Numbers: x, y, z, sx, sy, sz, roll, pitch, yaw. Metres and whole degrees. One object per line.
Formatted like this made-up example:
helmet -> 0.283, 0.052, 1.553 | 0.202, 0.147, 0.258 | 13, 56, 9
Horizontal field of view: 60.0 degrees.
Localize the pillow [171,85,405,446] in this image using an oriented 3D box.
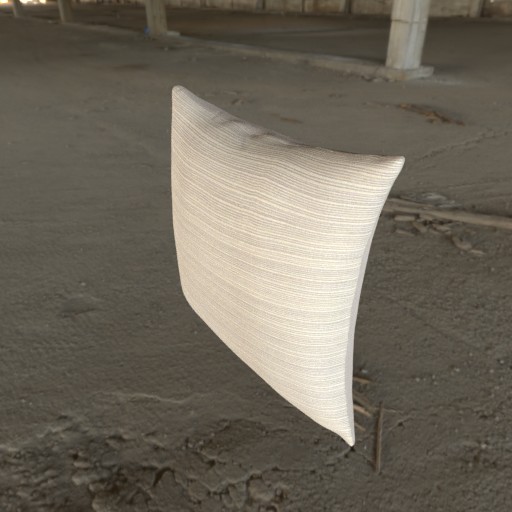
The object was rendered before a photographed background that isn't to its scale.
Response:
pillow -> 0.000, 0.000, 0.777 | 0.204, 0.497, 0.512 | -22, 37, -32
